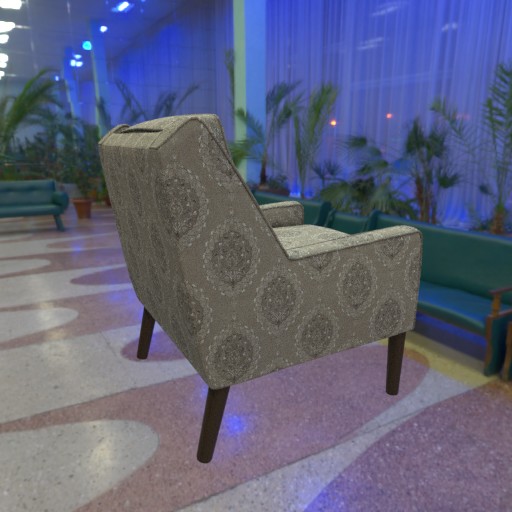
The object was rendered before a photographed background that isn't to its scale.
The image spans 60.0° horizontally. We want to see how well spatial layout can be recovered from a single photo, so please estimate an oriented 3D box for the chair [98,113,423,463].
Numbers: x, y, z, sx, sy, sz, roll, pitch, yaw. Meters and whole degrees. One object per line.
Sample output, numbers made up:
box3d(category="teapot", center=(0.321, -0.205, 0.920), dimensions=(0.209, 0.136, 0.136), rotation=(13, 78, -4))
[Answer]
box3d(category="chair", center=(0.000, 0.000, 1.333), dimensions=(0.750, 0.797, 0.665), rotation=(-8, 17, -27))
